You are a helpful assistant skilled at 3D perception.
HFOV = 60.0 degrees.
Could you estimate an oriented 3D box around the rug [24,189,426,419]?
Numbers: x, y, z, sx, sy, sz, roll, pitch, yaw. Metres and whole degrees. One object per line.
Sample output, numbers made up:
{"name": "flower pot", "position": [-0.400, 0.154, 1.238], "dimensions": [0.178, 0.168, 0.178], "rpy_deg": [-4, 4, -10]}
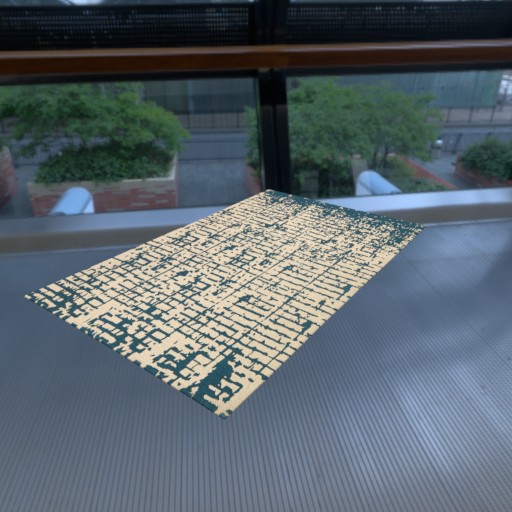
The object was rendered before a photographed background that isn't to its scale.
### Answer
{"name": "rug", "position": [0.000, 0.000, 3.018], "dimensions": [1.517, 0.011, 2.435], "rpy_deg": [19, 32, 32]}
